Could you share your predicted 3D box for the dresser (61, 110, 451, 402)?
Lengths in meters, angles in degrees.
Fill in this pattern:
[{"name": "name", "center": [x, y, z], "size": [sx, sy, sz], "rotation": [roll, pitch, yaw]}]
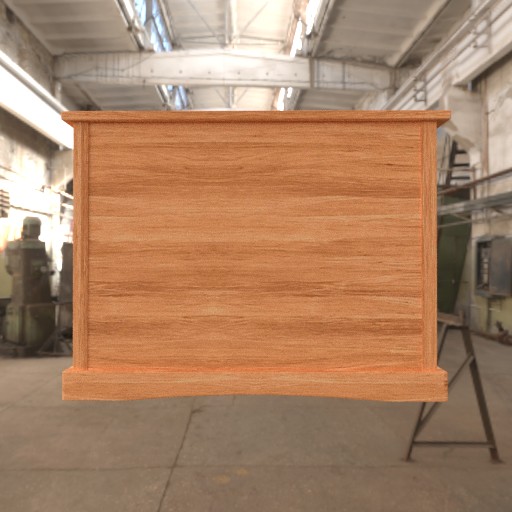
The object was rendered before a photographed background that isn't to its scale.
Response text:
[{"name": "dresser", "center": [0.000, 0.000, 1.325], "size": [0.990, 0.740, 0.410], "rotation": [0, -1, 1]}]
